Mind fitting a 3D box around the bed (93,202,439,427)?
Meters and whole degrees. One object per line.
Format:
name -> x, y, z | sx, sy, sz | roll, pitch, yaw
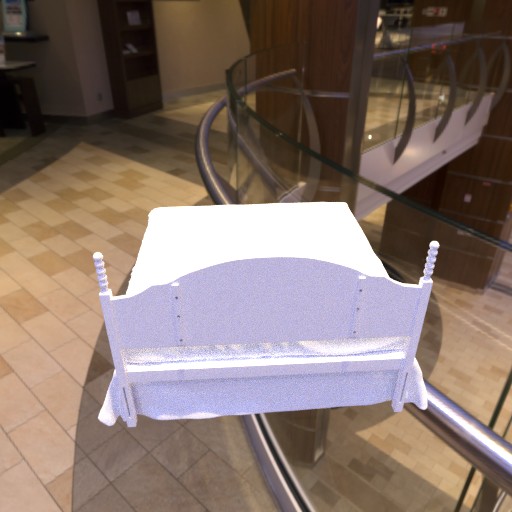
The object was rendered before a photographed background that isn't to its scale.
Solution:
bed -> 0.000, 0.000, 3.689 | 2.322, 1.355, 2.219 | -2, 30, -3
